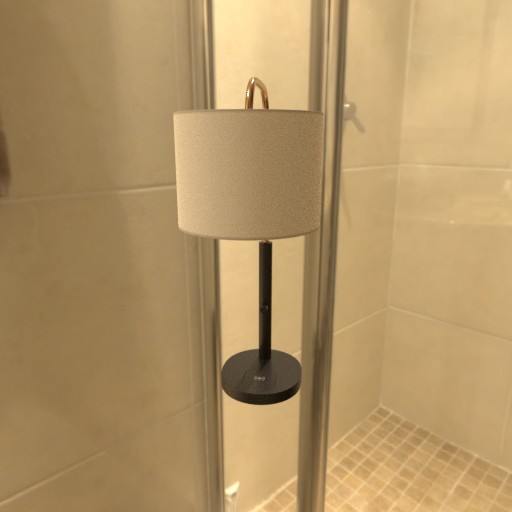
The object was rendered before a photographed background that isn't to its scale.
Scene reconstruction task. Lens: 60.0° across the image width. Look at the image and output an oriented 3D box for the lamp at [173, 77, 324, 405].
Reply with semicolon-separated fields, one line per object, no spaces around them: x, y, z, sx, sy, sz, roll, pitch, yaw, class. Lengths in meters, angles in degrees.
0.000;0.000;0.717;0.199;0.540;0.337;2;15;8;lamp
